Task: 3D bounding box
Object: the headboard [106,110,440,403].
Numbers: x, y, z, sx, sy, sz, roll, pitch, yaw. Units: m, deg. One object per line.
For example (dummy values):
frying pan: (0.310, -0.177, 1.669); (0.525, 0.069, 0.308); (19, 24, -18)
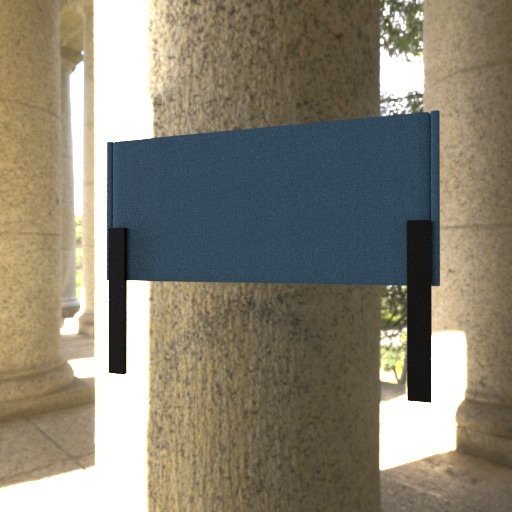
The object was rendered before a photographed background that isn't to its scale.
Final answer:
headboard: (0.000, 0.000, 2.675); (2.051, 1.524, 0.184); (0, 0, 18)
